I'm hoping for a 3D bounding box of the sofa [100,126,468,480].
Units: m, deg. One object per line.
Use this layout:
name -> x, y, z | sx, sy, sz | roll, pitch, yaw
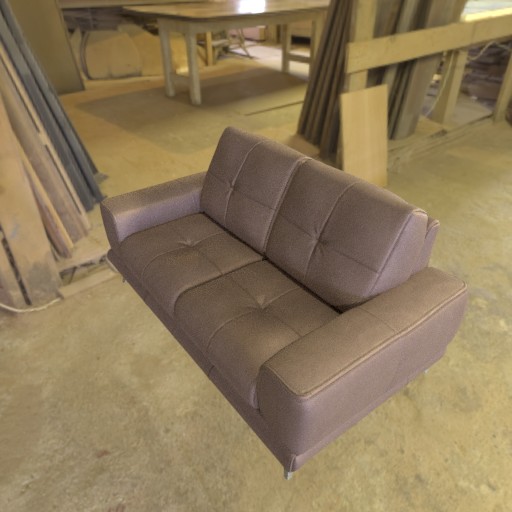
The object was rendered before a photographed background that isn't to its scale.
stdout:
sofa -> 0.000, 0.000, 2.281 | 1.018, 0.907, 1.806 | -23, 40, -30
